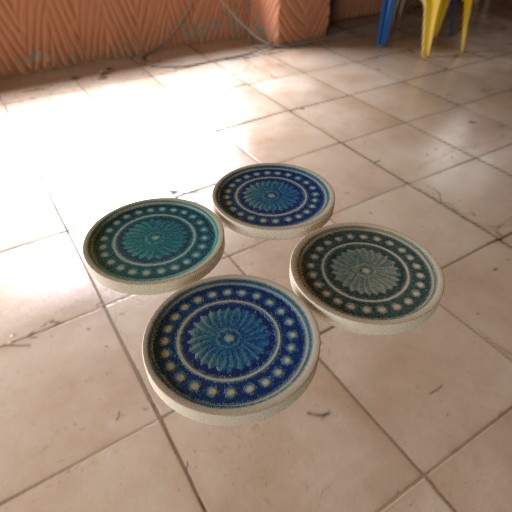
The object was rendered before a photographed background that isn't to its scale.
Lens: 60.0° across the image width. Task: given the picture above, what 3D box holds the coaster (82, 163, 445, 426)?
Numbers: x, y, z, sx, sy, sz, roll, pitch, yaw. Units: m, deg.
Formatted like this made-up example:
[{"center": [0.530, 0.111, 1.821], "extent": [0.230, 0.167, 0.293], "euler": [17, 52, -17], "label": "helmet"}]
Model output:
[{"center": [0.000, 0.000, 0.334], "extent": [0.220, 0.010, 0.224], "euler": [-23, 46, -24], "label": "coaster"}]
